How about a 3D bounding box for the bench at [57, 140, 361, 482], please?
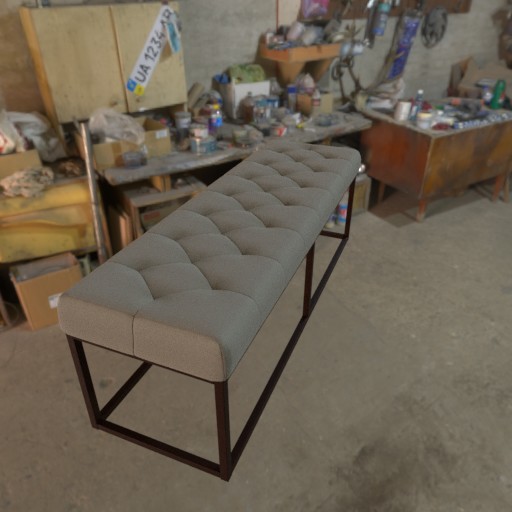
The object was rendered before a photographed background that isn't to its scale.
[{"bbox_3d":[0.000,0.000,1.697,0.479,0.488,1.488,12,33,19],"label":"bench"}]
